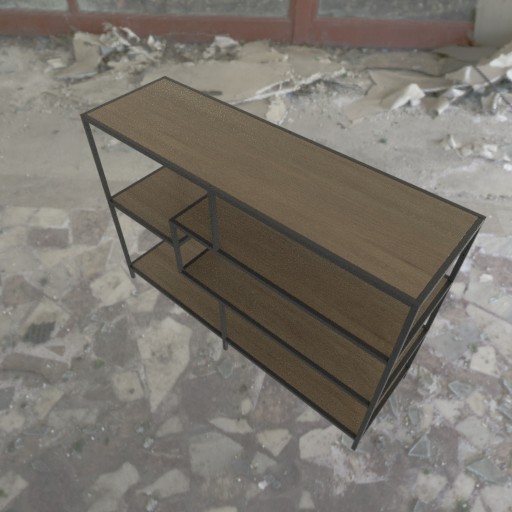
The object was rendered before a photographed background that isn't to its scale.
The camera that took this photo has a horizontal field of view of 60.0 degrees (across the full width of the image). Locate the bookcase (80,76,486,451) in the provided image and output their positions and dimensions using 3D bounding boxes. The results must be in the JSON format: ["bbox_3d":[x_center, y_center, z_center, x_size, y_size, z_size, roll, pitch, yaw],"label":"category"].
[{"bbox_3d":[0.000,0.000,1.496,1.140,0.780,0.350,32,55,26],"label":"bookcase"}]
